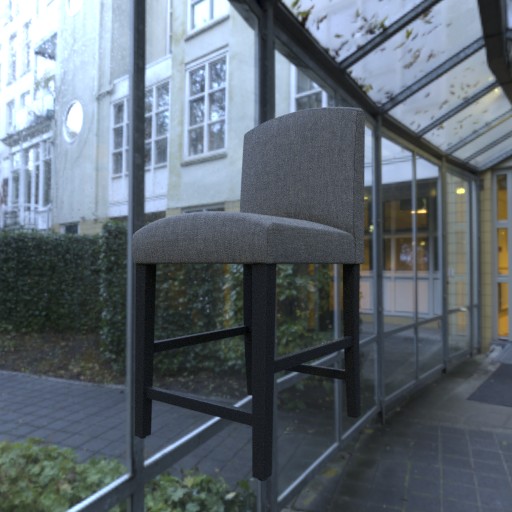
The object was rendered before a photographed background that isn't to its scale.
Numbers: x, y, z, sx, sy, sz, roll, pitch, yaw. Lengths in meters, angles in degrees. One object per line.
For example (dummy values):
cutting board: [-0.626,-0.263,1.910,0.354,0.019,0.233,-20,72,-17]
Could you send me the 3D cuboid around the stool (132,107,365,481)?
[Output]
stool: [0.000,0.000,1.264,0.451,0.966,0.552,-1,-1,36]
